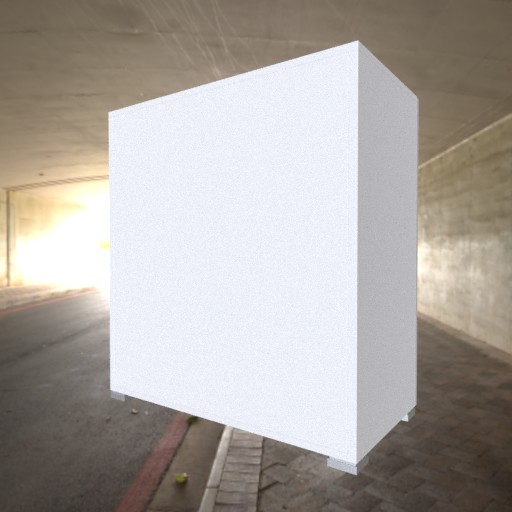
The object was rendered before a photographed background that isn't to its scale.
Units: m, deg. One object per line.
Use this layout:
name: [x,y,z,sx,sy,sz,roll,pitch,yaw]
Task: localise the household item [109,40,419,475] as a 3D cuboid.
household item: [0.000,0.000,1.289,0.800,0.870,0.420,1,1,36]
